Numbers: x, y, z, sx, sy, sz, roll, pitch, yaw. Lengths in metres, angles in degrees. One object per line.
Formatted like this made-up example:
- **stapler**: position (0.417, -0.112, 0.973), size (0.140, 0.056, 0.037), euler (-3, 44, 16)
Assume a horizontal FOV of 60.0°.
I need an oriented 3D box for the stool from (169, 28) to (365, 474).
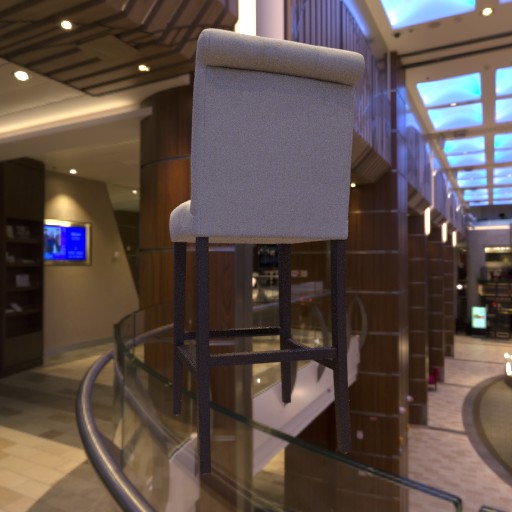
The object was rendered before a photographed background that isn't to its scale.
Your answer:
- **stool**: position (0.000, 0.000, 1.418), size (0.493, 1.140, 0.601), euler (0, -1, -18)
